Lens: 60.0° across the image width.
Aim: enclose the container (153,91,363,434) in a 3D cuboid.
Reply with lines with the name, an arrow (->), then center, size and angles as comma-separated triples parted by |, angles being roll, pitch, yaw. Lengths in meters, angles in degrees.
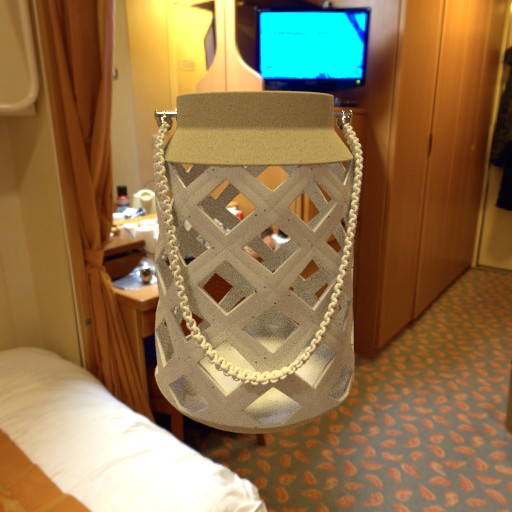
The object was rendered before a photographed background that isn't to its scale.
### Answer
container -> 0.000, 0.000, 0.388 | 0.188, 0.264, 0.198 | -2, 17, -8
